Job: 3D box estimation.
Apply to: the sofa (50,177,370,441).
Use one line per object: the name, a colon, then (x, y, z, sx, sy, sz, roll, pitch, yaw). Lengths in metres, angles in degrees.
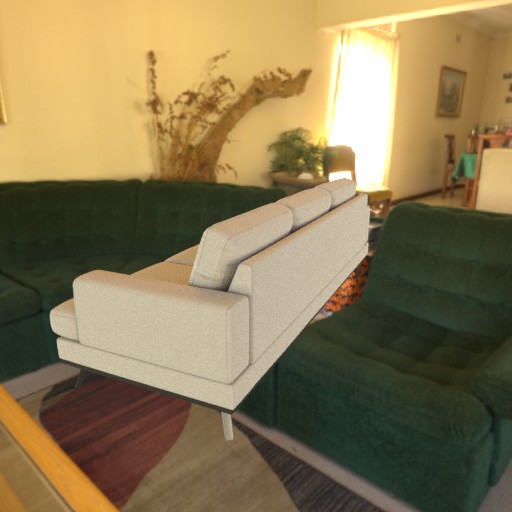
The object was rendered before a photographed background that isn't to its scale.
sofa: (0.000, 0.000, 2.725, 0.920, 0.810, 2.310, 8, 18, 24)
